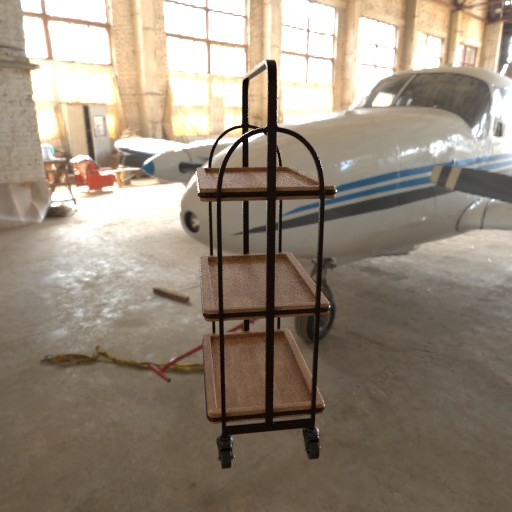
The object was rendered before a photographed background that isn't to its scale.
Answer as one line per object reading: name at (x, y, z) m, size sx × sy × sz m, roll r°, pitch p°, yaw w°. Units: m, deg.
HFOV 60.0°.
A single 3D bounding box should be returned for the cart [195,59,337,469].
cart at (0.000, 0.000, 1.279) m, size 0.327 × 1.001 × 0.553 m, roll -2°, pitch 17°, yaw -8°
